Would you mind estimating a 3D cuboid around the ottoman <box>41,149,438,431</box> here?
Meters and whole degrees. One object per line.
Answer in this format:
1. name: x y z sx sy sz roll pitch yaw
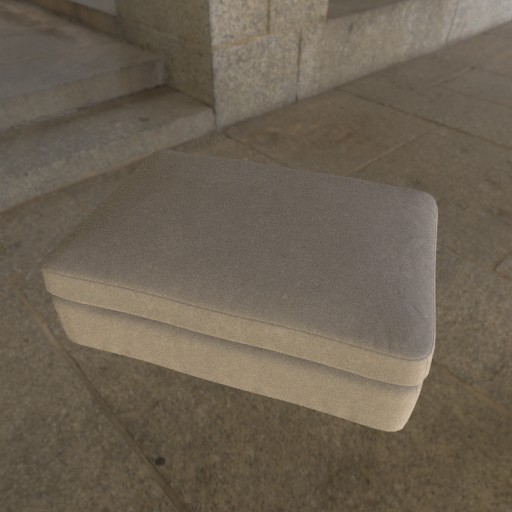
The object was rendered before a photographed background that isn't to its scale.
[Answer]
1. ottoman: 0.000 0.000 1.596 1.199 0.429 0.840 12 42 13
